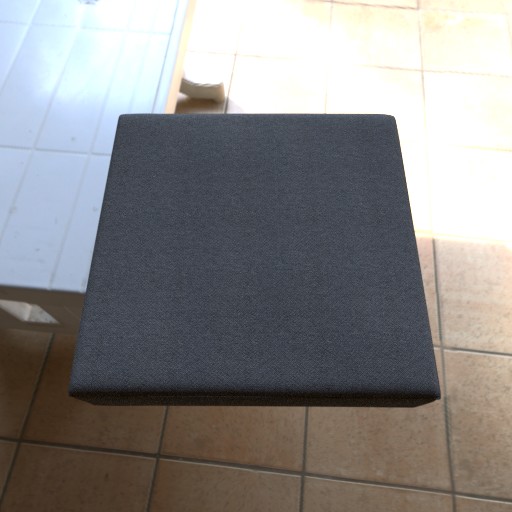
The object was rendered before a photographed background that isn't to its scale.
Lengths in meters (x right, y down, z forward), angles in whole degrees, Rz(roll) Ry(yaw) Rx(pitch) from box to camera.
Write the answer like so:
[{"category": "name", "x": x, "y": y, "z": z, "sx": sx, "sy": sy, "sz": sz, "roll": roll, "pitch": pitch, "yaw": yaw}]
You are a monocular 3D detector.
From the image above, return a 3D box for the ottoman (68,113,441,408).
[{"category": "ottoman", "x": 0.000, "y": 0.000, "z": 1.485, "sx": 0.981, "sy": 0.378, "sz": 0.970, "roll": 0, "pitch": 64, "yaw": 0}]
